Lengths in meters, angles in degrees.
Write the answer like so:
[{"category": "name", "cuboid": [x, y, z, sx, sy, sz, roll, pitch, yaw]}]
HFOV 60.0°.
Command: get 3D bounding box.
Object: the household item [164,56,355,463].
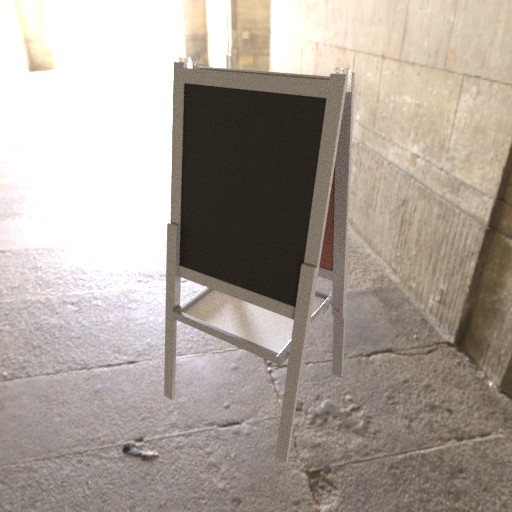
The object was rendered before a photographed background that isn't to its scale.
[{"category": "household item", "cuboid": [0.000, 0.000, 1.453, 0.531, 1.172, 0.469, 17, 34, 28]}]
